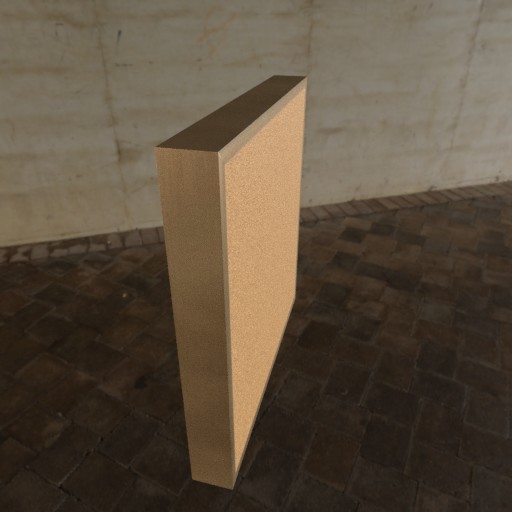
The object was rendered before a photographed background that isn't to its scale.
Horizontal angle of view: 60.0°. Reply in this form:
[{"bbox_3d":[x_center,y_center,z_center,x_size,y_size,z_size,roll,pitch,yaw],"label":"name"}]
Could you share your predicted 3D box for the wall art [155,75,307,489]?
[{"bbox_3d":[0.000,0.000,0.450,0.038,0.303,0.305,7,30,13],"label":"wall art"}]
